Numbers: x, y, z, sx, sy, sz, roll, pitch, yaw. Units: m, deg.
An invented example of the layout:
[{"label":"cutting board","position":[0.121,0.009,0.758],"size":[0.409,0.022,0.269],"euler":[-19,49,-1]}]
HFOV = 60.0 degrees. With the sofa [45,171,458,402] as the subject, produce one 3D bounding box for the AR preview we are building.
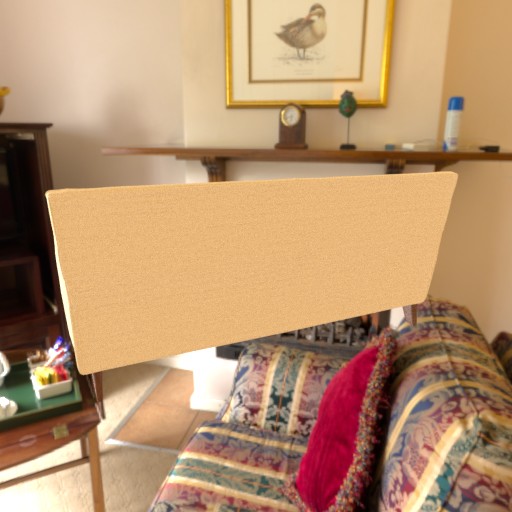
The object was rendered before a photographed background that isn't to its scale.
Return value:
[{"label":"sofa","position":[0.000,0.000,2.411],"size":[2.001,0.907,0.841],"euler":[-7,17,-25]}]
